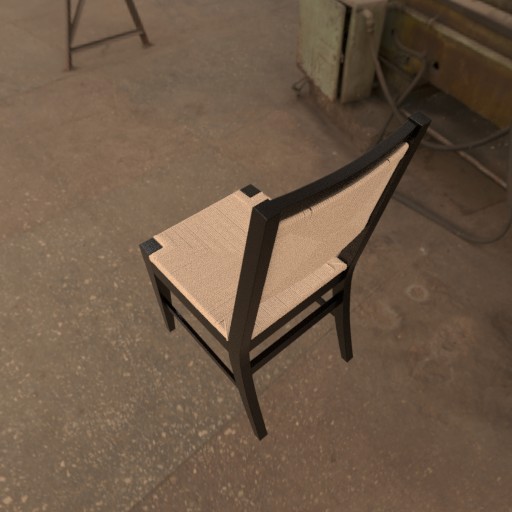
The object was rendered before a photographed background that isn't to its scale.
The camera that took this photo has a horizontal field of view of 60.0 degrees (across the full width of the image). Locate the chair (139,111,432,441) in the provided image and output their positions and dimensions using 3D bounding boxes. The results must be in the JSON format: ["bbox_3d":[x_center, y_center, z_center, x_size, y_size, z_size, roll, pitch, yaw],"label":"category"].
[{"bbox_3d":[0.000,0.000,1.237,0.437,0.927,0.552,-33,56,-26],"label":"chair"}]
